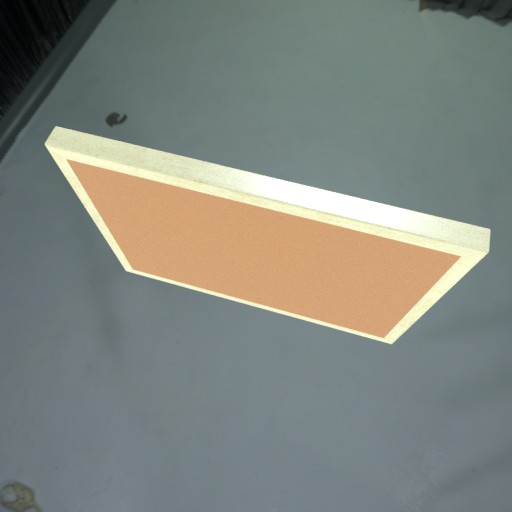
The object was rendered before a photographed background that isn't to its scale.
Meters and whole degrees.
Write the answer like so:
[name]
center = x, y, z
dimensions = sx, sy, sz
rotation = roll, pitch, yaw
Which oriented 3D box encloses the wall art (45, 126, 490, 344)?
[wall art]
center = 0.000, 0.000, 0.689
dimensions = 0.533, 0.381, 0.032
rotation = 15, 65, 7
